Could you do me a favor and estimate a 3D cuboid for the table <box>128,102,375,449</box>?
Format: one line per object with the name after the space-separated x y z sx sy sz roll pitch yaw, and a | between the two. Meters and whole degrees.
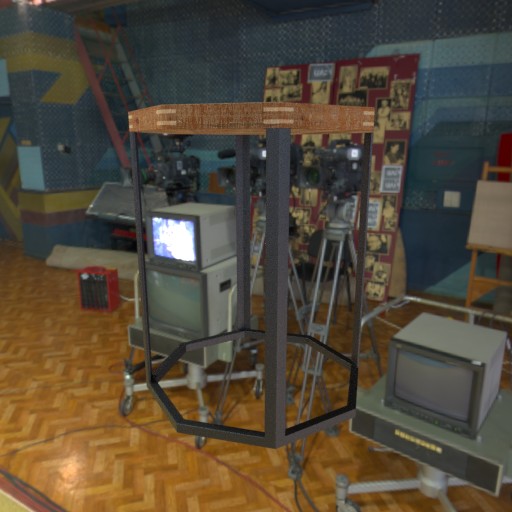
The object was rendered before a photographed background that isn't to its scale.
0.000 0.000 0.884 0.458 0.543 0.458 -2 14 -8 | table
